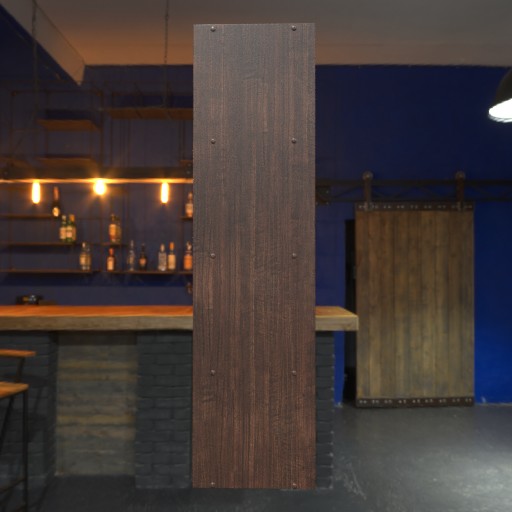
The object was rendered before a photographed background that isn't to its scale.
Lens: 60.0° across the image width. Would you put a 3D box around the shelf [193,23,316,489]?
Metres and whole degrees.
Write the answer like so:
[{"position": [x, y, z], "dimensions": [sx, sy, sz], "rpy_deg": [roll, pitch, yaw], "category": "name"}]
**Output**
[{"position": [0.000, 0.000, 1.253], "dimensions": [0.290, 1.099, 0.415], "rpy_deg": [0, -1, 1], "category": "shelf"}]
